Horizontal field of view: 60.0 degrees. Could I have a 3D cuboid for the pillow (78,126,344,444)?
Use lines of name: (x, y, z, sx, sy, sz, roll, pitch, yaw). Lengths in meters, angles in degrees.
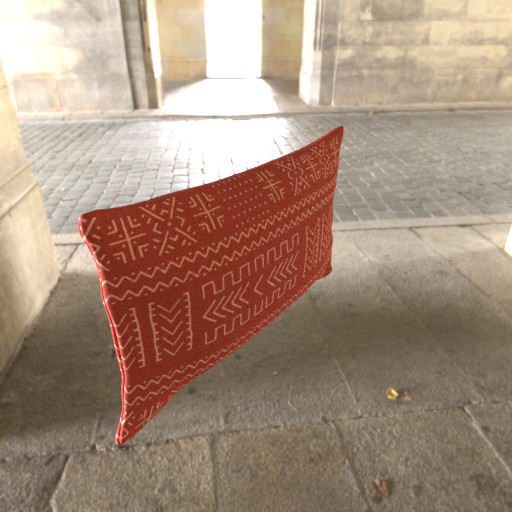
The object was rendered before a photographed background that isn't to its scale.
pillow: (0.000, 0.000, 0.776, 0.130, 0.352, 0.640, 18, 32, 32)
